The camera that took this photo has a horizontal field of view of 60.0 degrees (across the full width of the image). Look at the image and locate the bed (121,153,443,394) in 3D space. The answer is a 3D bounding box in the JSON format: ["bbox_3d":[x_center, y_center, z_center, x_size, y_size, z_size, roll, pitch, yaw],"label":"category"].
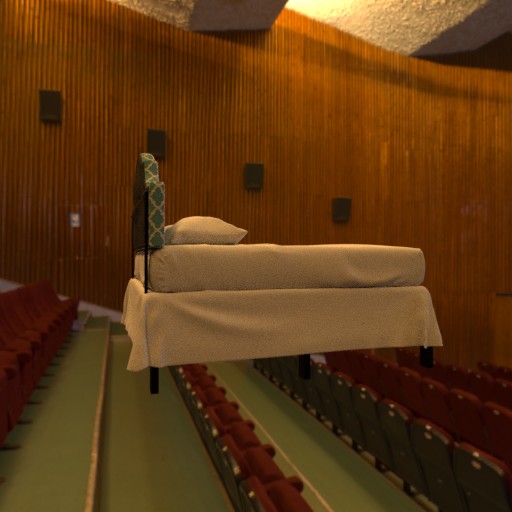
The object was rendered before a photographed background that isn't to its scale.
[{"bbox_3d":[0.000,0.000,3.846,2.222,1.601,2.314,0,0,-18],"label":"bed"}]
